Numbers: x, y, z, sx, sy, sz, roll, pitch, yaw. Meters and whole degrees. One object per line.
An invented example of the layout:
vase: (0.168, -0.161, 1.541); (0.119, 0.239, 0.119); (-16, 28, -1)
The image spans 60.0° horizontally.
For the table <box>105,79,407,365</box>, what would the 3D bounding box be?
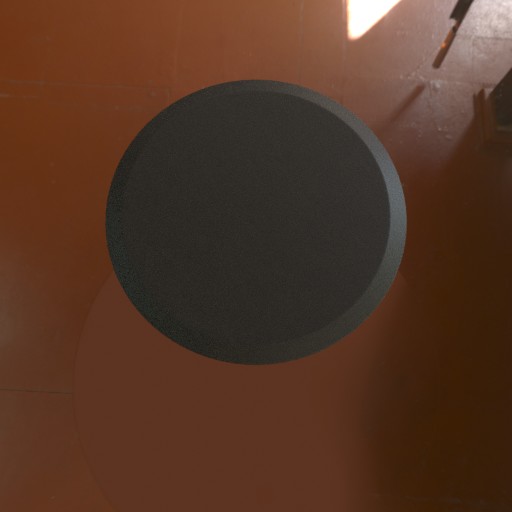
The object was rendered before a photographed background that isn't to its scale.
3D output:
table: (0.000, 0.000, 0.948); (0.457, 0.585, 0.457); (0, 76, 0)
